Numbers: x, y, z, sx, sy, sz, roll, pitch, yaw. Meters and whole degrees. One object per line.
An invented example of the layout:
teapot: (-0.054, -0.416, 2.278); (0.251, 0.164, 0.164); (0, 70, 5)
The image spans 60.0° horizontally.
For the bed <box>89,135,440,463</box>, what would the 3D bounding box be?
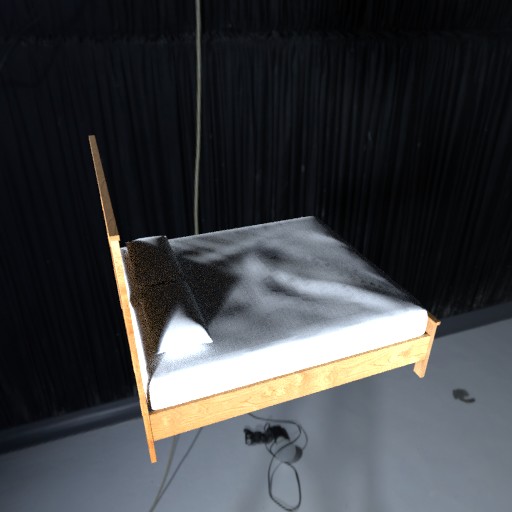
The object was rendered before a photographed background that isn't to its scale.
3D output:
bed: (0.000, 0.000, 3.610); (2.201, 1.686, 1.936); (-11, 31, -18)
